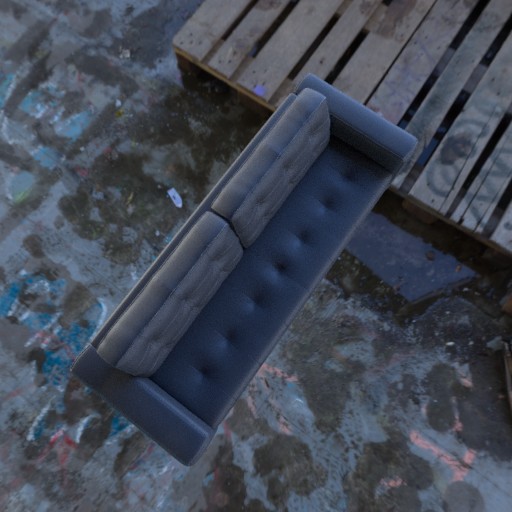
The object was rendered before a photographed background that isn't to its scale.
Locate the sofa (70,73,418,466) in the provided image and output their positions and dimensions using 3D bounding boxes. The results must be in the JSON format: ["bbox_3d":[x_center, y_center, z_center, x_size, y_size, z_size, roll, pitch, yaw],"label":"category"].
[{"bbox_3d":[0.000,0.000,2.670,0.833,0.893,2.275,35,78,8],"label":"sofa"}]
